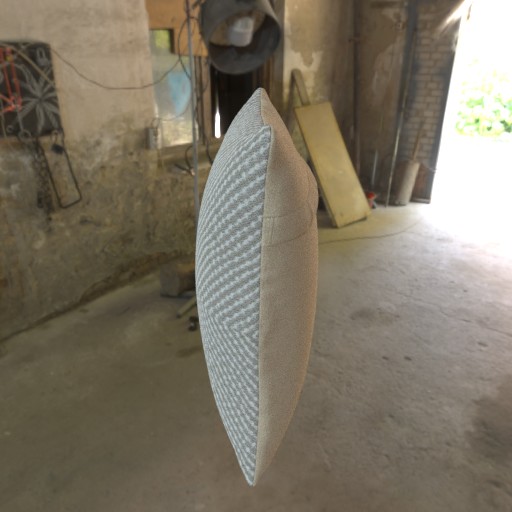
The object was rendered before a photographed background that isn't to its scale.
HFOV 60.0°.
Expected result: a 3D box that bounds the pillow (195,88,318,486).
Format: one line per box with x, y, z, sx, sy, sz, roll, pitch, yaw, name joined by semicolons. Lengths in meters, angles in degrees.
0.000;0.000;0.687;0.181;0.458;0.459;0;25;-1;pillow
